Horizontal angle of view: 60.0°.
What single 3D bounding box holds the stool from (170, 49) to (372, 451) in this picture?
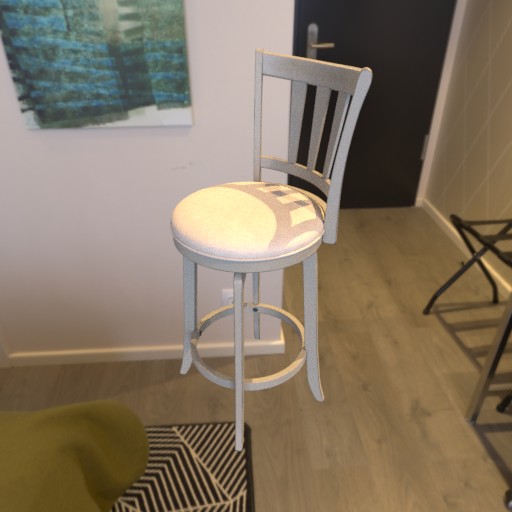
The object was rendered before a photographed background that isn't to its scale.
[{"bbox_3d":[0.000,0.000,1.290,0.475,1.042,0.436,-20,37,-29],"label":"stool"}]
